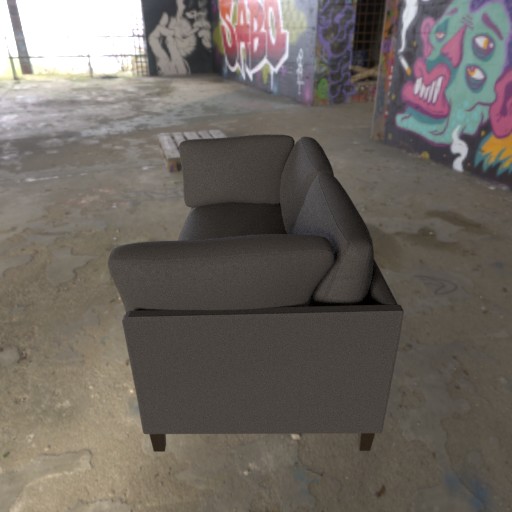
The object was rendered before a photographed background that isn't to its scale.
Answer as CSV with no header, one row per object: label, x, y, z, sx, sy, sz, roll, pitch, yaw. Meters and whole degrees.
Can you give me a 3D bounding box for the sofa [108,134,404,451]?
sofa,0.000,0.000,2.307,0.969,0.920,1.751,0,27,0
